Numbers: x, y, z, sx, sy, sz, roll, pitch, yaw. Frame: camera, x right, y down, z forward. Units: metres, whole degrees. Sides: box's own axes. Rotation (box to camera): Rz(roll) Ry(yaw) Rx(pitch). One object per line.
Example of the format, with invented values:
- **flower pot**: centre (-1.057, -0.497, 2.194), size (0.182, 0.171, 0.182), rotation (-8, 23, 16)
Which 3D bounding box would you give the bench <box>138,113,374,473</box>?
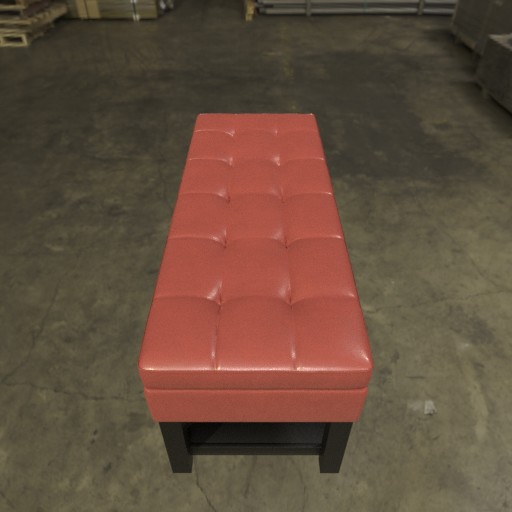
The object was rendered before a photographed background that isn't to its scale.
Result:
- **bench**: centre (0.000, 0.000, 1.331), size (0.432, 0.460, 1.105), rotation (0, 41, 0)
